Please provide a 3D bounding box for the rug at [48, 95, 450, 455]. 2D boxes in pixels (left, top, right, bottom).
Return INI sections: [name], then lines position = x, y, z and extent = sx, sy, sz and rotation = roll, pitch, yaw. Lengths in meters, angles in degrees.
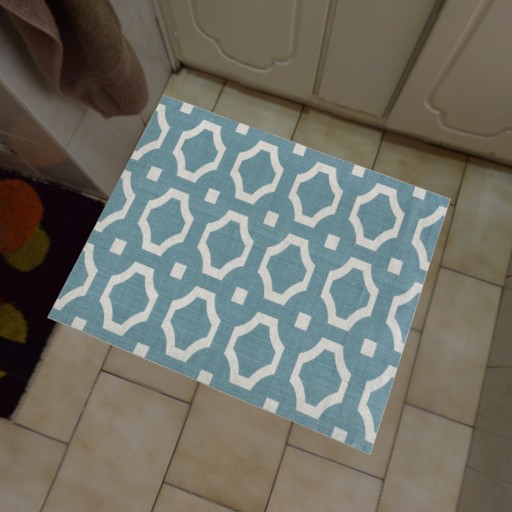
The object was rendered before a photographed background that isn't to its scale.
[rug]
position = 0.000, 0.000, 4.124
extent = 3.049, 0.021, 2.466
rotation = 21, 76, 5
